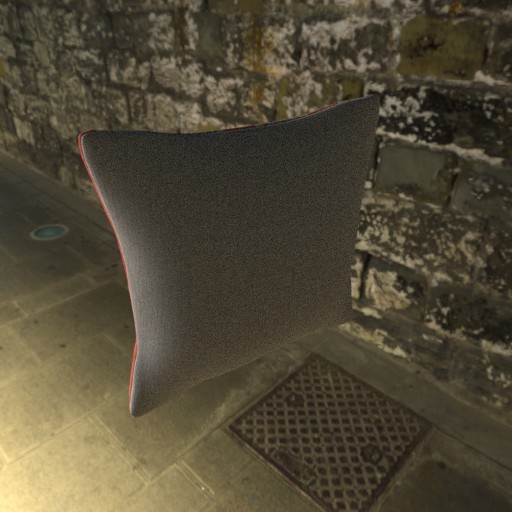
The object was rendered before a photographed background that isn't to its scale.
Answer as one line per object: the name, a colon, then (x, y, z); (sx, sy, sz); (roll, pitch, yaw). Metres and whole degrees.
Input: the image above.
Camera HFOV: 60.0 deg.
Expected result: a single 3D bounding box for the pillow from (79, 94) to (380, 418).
pillow: (0.000, 0.000, 0.652); (0.437, 0.419, 0.136); (-18, 34, -28)
